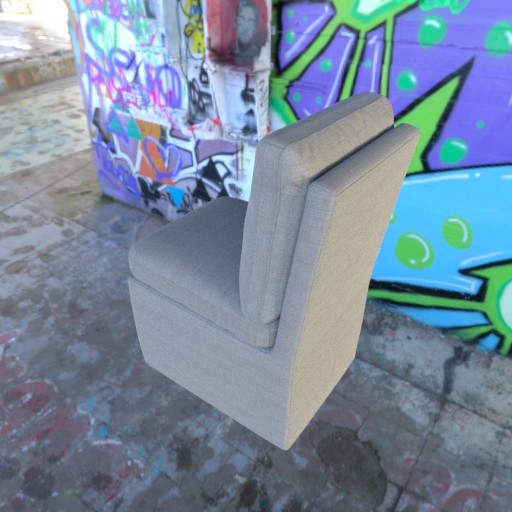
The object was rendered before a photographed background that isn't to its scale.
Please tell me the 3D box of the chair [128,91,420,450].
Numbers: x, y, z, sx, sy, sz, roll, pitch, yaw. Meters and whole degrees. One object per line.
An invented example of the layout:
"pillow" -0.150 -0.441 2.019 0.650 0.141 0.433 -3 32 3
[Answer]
"chair" 0.000 0.000 1.340 0.698 0.927 0.503 22 39 29
